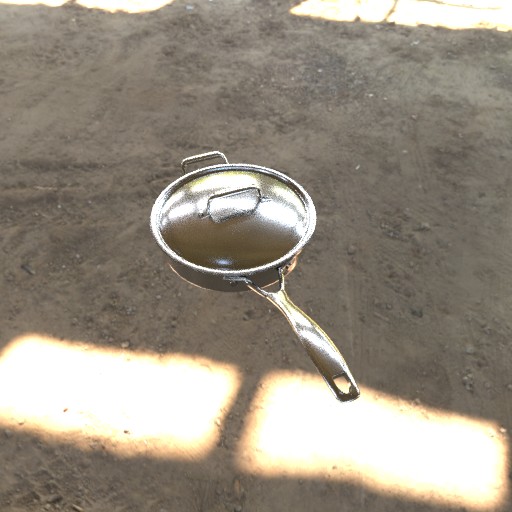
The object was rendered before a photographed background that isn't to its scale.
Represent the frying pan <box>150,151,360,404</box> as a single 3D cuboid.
[{"bbox_3d":[0.000,0.000,0.695,0.280,0.114,0.561,-17,49,-15],"label":"frying pan"}]
